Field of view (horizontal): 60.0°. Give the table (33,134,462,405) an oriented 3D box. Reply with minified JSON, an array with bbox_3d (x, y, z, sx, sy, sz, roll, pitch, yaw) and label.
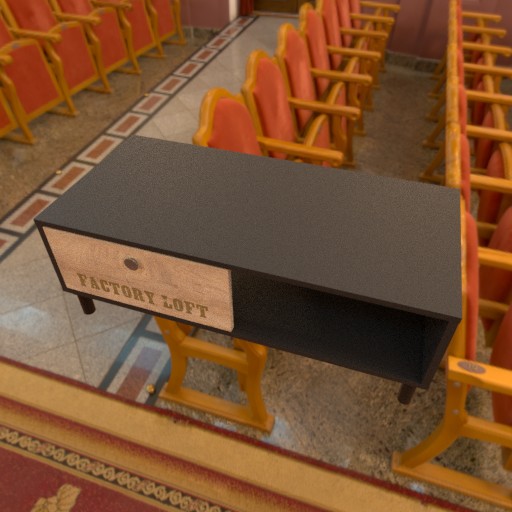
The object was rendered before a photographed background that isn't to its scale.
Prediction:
[{"bbox_3d":[0.000,0.000,1.391,1.100,0.400,0.550,13,43,14],"label":"table"}]
